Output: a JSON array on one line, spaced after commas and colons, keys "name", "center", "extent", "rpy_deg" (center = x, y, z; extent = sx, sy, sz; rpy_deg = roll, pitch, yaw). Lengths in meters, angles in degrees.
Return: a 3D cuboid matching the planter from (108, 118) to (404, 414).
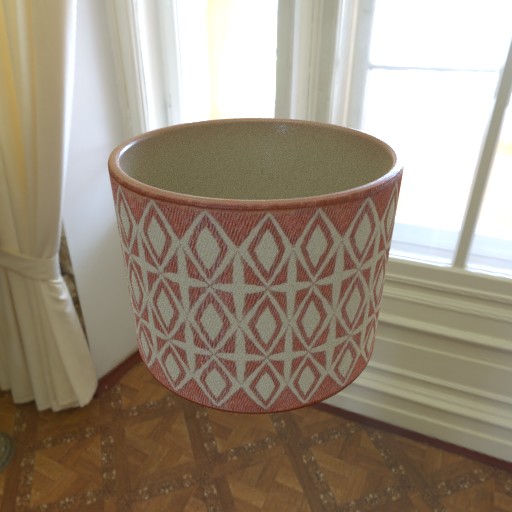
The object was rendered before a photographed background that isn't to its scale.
[{"name": "planter", "center": [0.000, 0.000, 0.482], "extent": [0.273, 0.237, 0.273], "rpy_deg": [0, 29, 0]}]
